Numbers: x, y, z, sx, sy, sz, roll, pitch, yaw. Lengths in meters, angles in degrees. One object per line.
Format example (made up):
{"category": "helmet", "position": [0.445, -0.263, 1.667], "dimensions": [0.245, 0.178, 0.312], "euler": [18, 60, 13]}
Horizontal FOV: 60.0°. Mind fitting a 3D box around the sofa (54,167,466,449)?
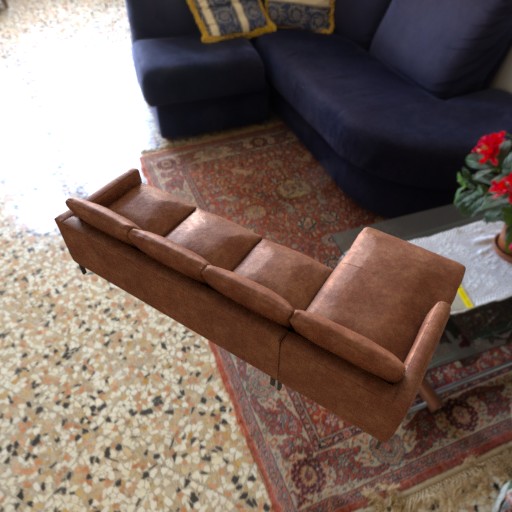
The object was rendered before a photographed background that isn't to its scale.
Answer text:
{"category": "sofa", "position": [0.000, 0.000, 3.615], "dimensions": [2.993, 0.859, 1.471], "euler": [25, 51, 22]}
